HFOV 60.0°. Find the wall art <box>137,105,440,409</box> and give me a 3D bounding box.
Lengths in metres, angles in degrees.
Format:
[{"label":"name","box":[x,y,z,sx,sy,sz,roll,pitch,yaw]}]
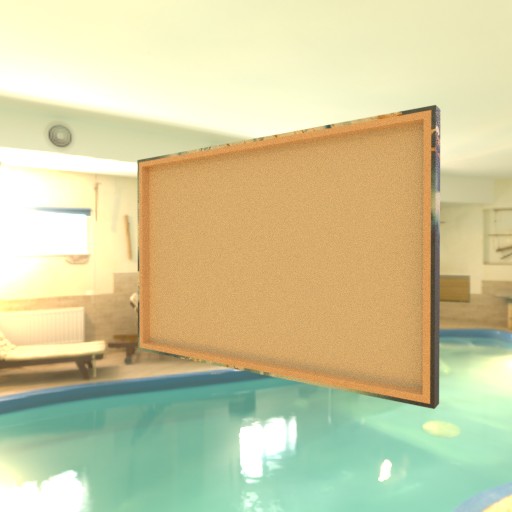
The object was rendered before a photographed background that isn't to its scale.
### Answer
[{"label":"wall art","box":[0.000,0.000,1.169,0.912,0.608,0.038,0,1,36]}]
